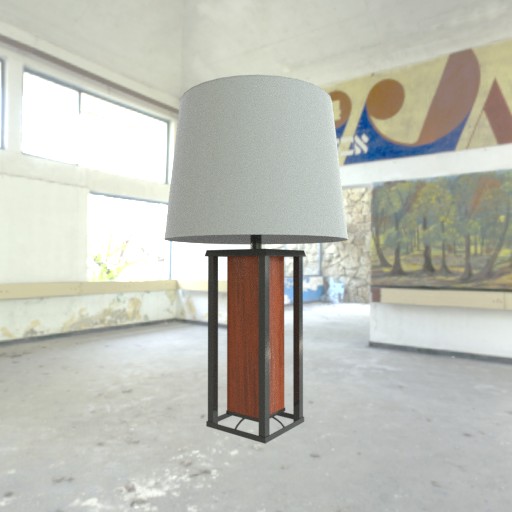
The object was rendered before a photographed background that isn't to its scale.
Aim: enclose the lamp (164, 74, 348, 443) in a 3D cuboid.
[{"bbox_3d":[0.000,0.000,0.785,0.320,0.591,0.320,0,-1,0],"label":"lamp"}]
